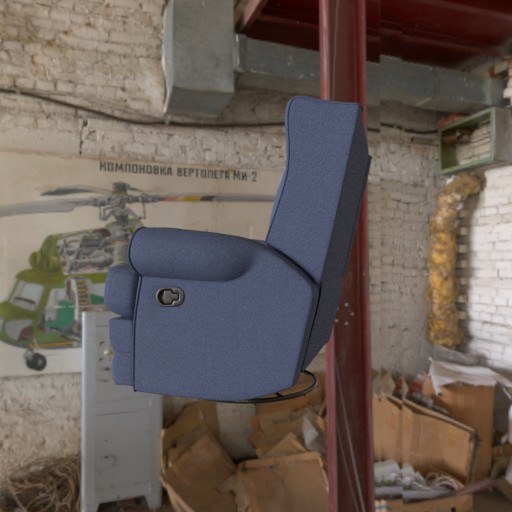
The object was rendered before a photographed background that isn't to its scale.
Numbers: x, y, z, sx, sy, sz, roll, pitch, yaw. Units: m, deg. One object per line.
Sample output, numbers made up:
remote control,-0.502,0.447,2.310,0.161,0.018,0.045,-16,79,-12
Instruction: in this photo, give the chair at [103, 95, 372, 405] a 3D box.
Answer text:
chair,0.000,0.000,1.777,0.877,1.020,0.971,0,-1,17
